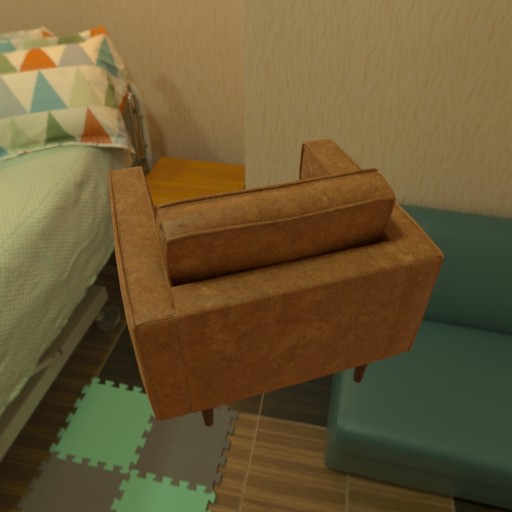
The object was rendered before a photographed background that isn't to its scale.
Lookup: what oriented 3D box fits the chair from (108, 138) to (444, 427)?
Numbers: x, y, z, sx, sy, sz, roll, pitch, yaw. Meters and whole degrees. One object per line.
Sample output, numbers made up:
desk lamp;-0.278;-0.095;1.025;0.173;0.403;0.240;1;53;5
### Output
chair;0.000;0.000;1.556;0.928;0.767;0.798;-12;42;-13
